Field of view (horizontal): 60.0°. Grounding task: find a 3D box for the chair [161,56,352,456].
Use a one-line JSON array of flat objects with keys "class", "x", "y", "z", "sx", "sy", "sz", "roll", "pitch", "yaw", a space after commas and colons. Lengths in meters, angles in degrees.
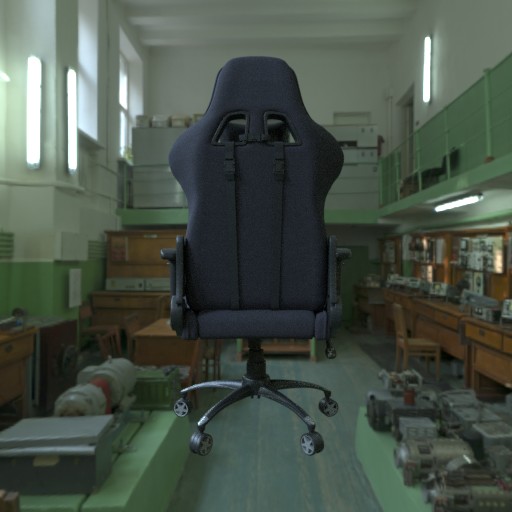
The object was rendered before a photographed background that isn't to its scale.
[{"class": "chair", "x": 0.000, "y": 0.000, "z": 1.742, "sx": 0.730, "sy": 1.300, "sz": 0.695, "roll": 0, "pitch": 0, "yaw": 0}]
